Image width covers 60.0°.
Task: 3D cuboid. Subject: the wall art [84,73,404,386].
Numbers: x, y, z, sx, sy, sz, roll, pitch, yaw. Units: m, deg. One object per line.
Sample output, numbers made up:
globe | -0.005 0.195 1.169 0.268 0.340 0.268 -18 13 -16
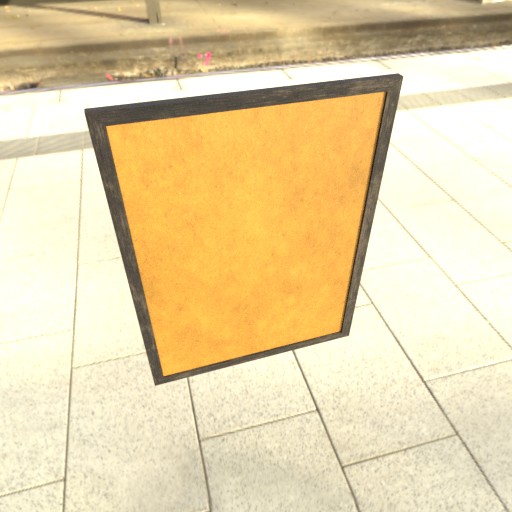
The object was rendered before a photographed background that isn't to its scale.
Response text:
wall art | 0.000 0.000 1.438 0.812 1.066 0.029 -11 42 -13
